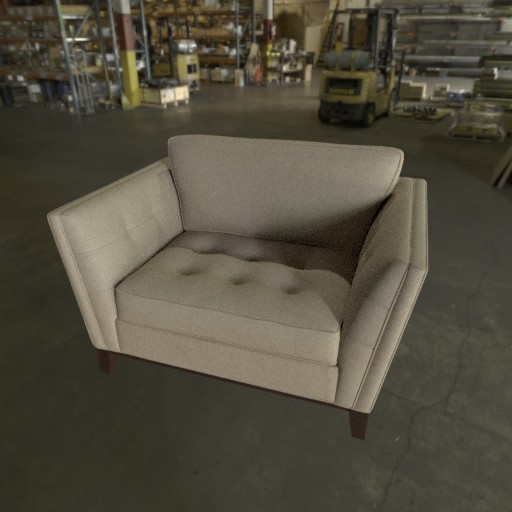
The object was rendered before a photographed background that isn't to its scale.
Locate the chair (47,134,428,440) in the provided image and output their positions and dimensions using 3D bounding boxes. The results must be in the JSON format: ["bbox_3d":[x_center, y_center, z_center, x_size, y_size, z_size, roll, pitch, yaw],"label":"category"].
[{"bbox_3d":[0.000,0.000,2.042,1.397,0.940,0.965,9,28,17],"label":"chair"}]
